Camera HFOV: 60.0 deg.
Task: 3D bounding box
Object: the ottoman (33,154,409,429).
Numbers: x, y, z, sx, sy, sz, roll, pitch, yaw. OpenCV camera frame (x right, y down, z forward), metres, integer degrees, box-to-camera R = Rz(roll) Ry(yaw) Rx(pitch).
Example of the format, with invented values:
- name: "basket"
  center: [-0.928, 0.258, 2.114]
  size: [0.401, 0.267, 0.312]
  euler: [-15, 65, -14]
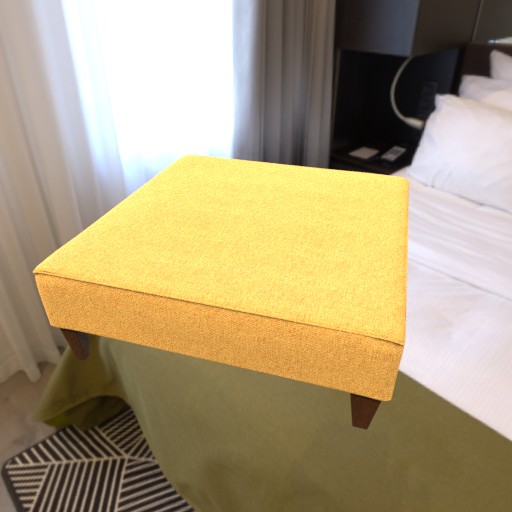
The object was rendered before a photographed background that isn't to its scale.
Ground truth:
- name: "ottoman"
  center: [0.000, 0.000, 1.533]
  size: [0.970, 0.378, 0.981]
  euler: [9, 33, 14]
